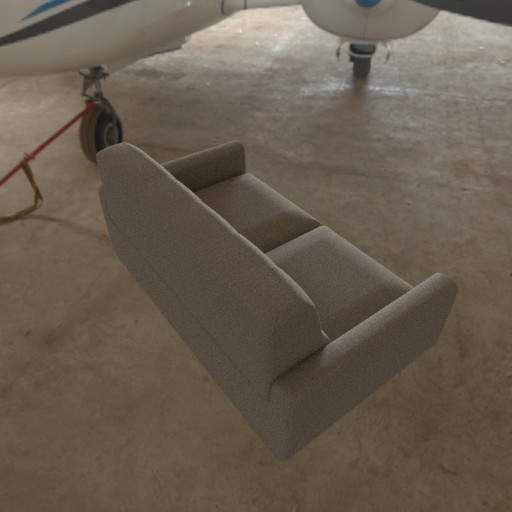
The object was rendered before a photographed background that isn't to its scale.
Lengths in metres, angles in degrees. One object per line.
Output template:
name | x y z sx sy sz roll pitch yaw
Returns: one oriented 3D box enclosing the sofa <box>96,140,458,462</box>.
sofa | 0.000 0.000 2.245 0.952 0.925 1.651 -26 48 -27
